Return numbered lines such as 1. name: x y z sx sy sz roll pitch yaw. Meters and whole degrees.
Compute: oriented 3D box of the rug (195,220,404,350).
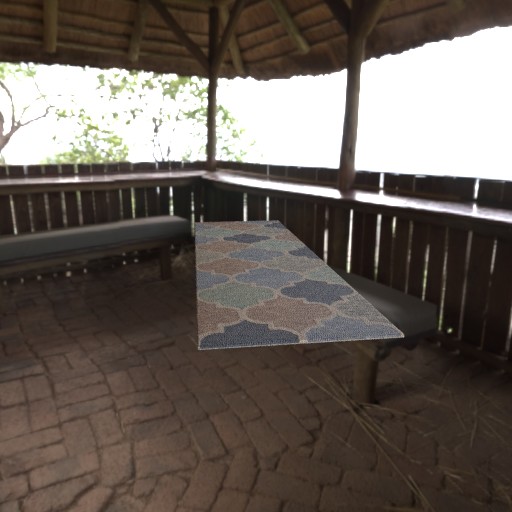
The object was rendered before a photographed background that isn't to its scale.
1. rug: 0.000 0.000 2.531 0.687 0.011 2.287 -2 14 -8
